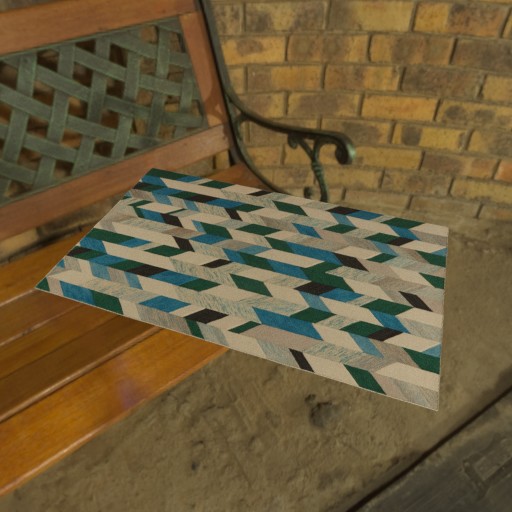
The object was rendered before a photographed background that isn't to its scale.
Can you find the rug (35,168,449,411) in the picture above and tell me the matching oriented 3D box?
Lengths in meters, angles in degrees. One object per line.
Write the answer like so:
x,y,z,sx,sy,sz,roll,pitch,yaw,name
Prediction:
0.000,0.000,2.992,2.433,0.007,1.507,14,45,14,rug
